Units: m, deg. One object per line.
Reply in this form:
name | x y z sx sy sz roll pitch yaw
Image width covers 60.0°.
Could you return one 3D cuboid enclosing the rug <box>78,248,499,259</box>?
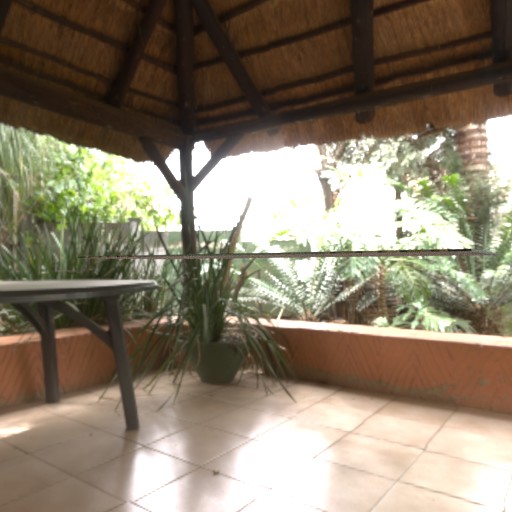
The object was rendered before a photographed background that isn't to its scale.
rug | 0.000 0.000 2.613 2.441 0.010 0.744 -1 -2 35
